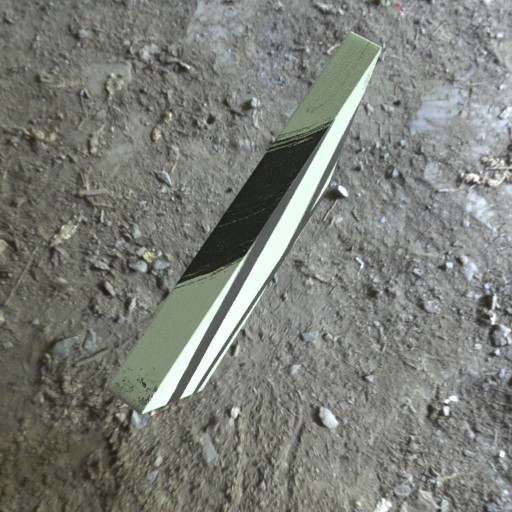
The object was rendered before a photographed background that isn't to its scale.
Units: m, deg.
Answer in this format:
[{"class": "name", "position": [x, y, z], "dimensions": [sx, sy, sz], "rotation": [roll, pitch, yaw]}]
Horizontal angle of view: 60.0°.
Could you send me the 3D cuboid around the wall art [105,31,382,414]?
[{"class": "wall art", "position": [0.000, 0.000, 0.740], "dimensions": [0.050, 0.508, 0.507], "rotation": [31, 78, 8]}]
